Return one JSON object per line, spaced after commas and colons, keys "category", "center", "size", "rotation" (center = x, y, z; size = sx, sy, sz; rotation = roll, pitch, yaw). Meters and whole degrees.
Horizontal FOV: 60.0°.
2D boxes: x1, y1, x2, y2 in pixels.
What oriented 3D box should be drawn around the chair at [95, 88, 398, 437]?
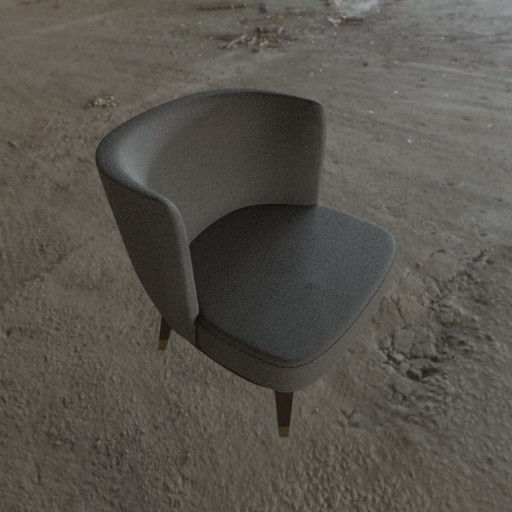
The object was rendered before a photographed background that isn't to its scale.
{"category": "chair", "center": [0.000, 0.000, 1.256], "size": [0.698, 0.695, 0.639], "rotation": [25, 46, 26]}
